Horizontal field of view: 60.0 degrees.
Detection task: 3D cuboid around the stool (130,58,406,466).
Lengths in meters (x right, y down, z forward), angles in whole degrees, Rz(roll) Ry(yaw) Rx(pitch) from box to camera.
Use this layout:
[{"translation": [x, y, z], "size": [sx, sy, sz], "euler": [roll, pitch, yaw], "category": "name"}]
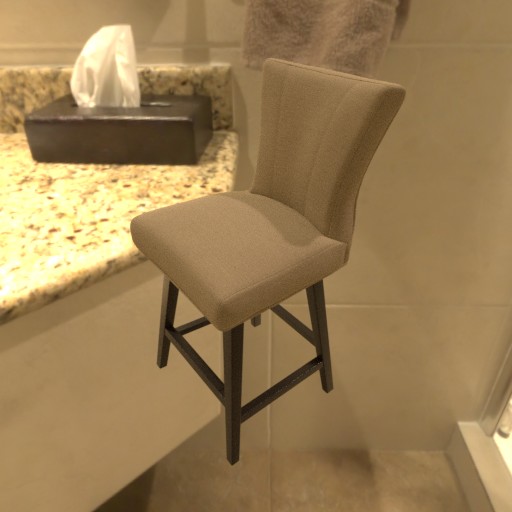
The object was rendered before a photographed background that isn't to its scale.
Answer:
[{"translation": [0.000, 0.000, 1.327], "size": [0.574, 1.000, 0.514], "euler": [-22, 38, -30], "category": "stool"}]
